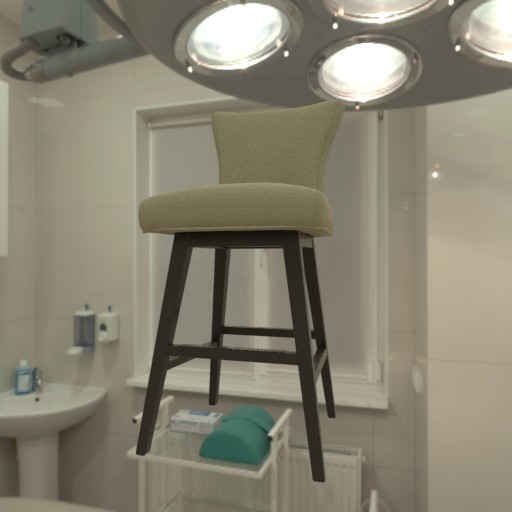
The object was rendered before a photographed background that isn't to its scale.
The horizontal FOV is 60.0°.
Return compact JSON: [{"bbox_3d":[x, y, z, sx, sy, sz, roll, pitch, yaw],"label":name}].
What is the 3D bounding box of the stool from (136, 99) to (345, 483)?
[{"bbox_3d":[0.000,0.000,1.396,0.514,1.086,0.574,0,0,17],"label":"stool"}]
